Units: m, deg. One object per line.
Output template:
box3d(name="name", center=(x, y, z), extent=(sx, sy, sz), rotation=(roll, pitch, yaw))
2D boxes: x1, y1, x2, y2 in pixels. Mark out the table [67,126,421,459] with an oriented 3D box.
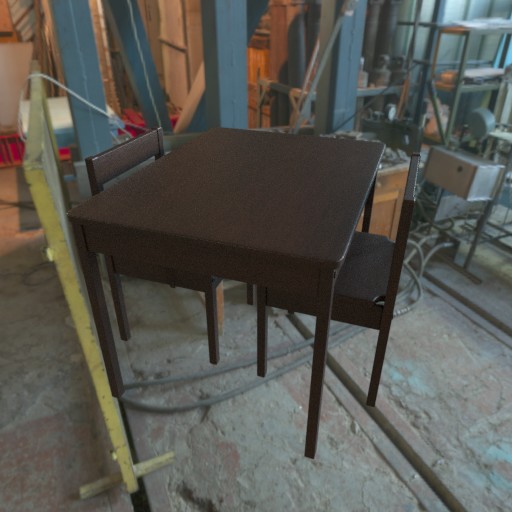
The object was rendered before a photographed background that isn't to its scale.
box3d(name="table", center=(0.000, 0.000, 1.082), extent=(0.672, 0.503, 0.650), rotation=(10, 32, 17))
